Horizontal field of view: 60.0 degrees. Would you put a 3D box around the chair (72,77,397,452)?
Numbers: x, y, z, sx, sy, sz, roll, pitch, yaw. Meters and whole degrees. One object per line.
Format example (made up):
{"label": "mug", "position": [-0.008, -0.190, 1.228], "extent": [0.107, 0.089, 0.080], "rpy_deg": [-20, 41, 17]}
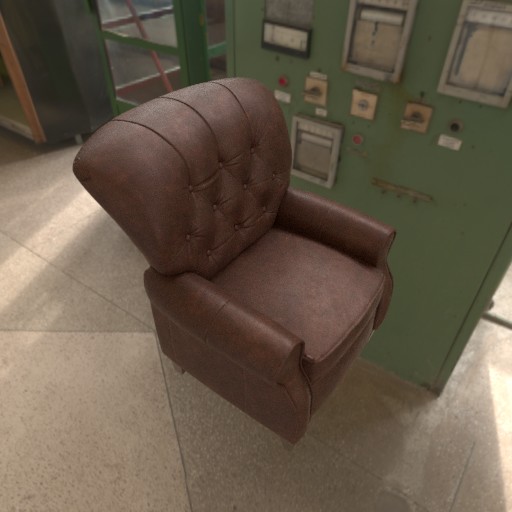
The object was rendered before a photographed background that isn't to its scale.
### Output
{"label": "chair", "position": [0.000, 0.000, 1.876], "extent": [1.031, 1.162, 0.979], "rpy_deg": [26, 47, 27]}
